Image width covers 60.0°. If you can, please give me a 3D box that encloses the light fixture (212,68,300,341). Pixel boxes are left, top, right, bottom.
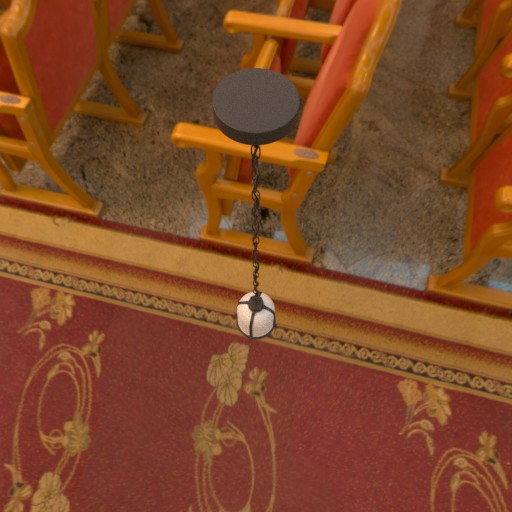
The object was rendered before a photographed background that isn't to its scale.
[{"bbox_3d":[0.000,0.000,1.264,0.178,1.181,0.178,14,65,7],"label":"light fixture"}]
